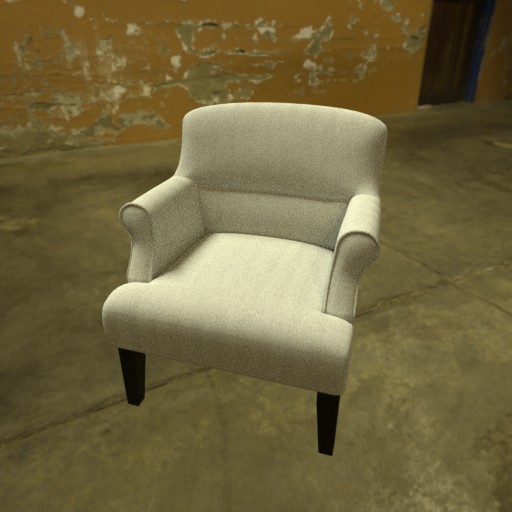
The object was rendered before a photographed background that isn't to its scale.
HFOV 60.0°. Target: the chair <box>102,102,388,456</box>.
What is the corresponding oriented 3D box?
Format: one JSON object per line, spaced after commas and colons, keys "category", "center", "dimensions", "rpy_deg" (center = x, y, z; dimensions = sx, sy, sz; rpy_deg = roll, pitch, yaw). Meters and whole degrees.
{"category": "chair", "center": [0.000, 0.000, 1.470], "dimensions": [0.781, 0.875, 0.750], "rpy_deg": [8, 28, 15]}
